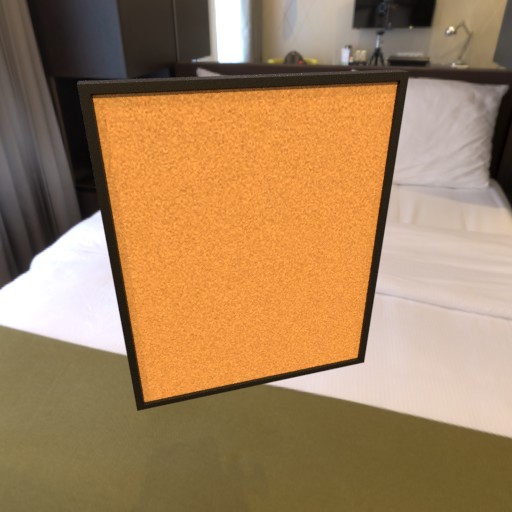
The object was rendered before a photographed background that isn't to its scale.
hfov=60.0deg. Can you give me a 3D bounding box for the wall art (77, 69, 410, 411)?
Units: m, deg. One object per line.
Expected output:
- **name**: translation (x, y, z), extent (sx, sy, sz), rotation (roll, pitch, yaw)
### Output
- **wall art**: translation (0.000, 0.000, 0.737), extent (0.457, 0.559, 0.029), rotation (-8, 30, -14)
